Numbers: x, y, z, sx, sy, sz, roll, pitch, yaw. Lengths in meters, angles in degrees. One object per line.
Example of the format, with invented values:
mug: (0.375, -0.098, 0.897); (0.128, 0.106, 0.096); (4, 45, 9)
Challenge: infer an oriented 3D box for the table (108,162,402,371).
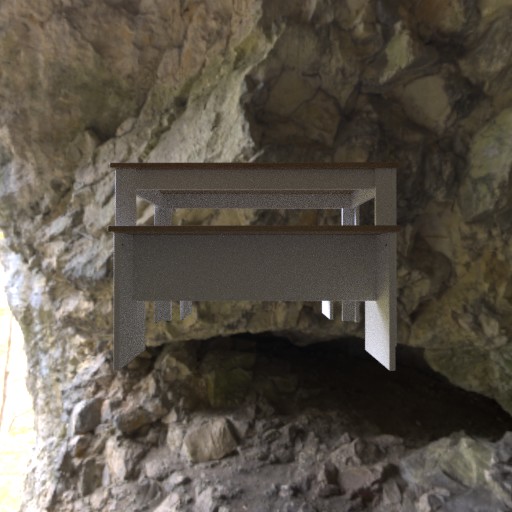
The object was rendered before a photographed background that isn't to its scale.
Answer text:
table: (0.000, 0.000, 2.026); (1.100, 0.700, 1.443); (0, 0, 0)
